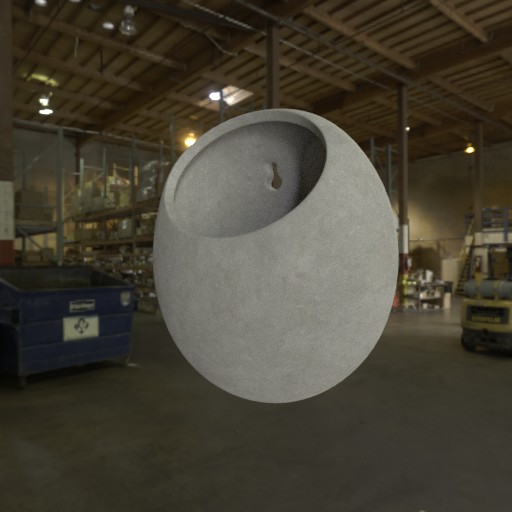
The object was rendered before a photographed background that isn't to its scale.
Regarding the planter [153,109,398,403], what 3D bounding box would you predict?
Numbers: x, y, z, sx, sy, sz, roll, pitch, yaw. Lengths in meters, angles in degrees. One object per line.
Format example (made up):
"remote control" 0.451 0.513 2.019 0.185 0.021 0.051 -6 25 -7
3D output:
"planter" 0.000 0.000 0.290 0.185 0.188 0.071 -1 -1 36
